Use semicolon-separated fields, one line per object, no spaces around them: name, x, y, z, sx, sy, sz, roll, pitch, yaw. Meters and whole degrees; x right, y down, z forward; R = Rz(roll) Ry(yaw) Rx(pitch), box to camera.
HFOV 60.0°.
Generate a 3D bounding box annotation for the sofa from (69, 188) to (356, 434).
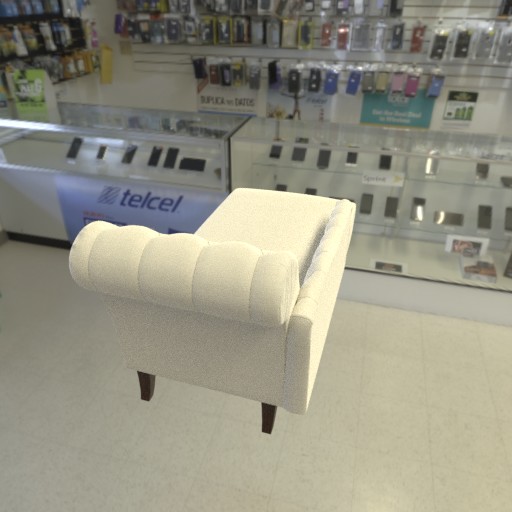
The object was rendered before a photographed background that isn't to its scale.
sofa;0.000;0.000;1.815;0.675;0.787;1.379;9;33;15
